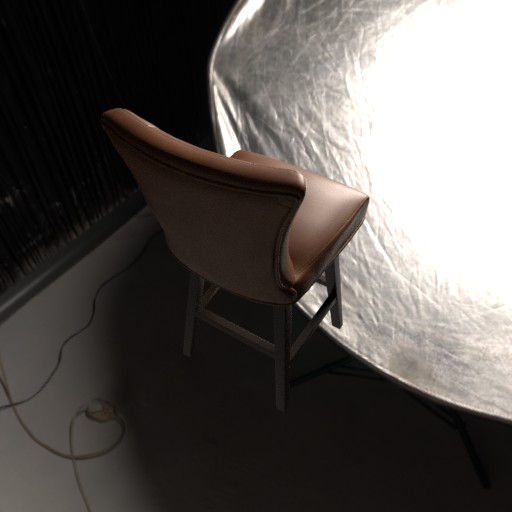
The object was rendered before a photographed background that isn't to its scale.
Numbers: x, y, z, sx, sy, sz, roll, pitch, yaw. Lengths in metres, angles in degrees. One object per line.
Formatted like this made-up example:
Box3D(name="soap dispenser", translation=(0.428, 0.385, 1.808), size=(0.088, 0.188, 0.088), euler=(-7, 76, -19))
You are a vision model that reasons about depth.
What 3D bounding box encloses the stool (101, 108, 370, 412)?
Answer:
Box3D(name="stool", translation=(0.000, 0.000, 1.422), size=(0.522, 1.094, 0.585), euler=(24, 52, 21))
